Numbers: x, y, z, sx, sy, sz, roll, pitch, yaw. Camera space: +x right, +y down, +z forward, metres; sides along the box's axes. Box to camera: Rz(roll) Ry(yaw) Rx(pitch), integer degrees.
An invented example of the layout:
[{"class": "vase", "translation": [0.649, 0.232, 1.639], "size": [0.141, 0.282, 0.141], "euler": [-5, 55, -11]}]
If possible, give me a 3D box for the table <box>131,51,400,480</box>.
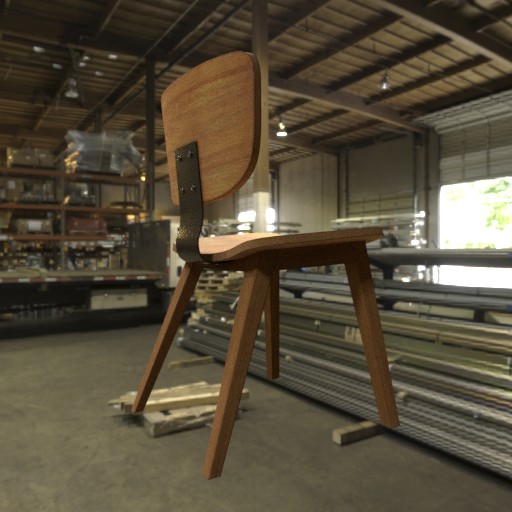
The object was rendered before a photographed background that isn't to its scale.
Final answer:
[{"class": "table", "translation": [0.000, 0.000, 1.115], "size": [0.500, 0.805, 0.499], "euler": [-1, 1, -35]}]
